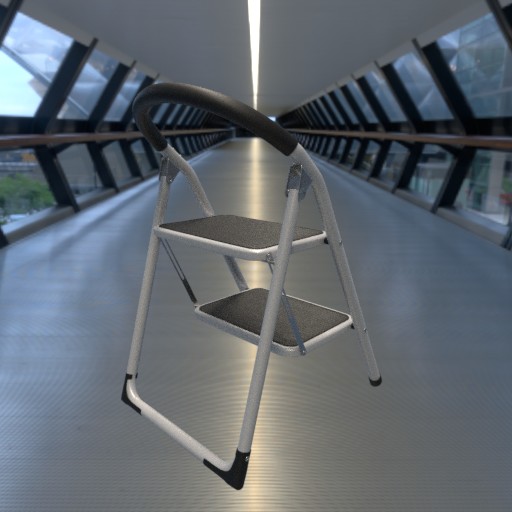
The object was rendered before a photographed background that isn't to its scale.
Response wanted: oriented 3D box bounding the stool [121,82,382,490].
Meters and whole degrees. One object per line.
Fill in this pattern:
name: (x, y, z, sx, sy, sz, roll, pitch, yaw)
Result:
stool: (0.000, 0.000, 1.094, 0.453, 0.760, 0.559, 14, 20, 43)
